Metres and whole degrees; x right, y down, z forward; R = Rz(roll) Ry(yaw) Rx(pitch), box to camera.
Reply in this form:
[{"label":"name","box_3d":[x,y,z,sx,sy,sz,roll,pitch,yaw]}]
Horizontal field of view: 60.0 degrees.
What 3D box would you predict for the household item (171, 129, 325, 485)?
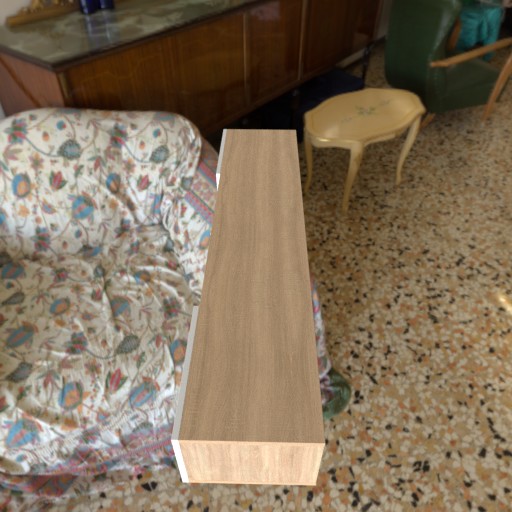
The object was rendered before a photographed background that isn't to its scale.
[{"label":"household item","box_3d":[0.000,0.000,1.995,0.420,0.310,1.850,1,42,1]}]
